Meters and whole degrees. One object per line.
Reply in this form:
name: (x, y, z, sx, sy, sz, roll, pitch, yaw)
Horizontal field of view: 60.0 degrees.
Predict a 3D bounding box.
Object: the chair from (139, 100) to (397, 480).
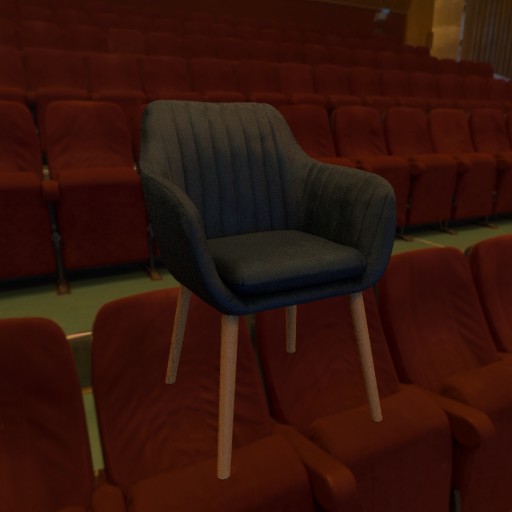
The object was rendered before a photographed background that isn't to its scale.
chair: (0.000, 0.000, 1.205, 0.578, 0.826, 0.573, -8, 17, -26)
